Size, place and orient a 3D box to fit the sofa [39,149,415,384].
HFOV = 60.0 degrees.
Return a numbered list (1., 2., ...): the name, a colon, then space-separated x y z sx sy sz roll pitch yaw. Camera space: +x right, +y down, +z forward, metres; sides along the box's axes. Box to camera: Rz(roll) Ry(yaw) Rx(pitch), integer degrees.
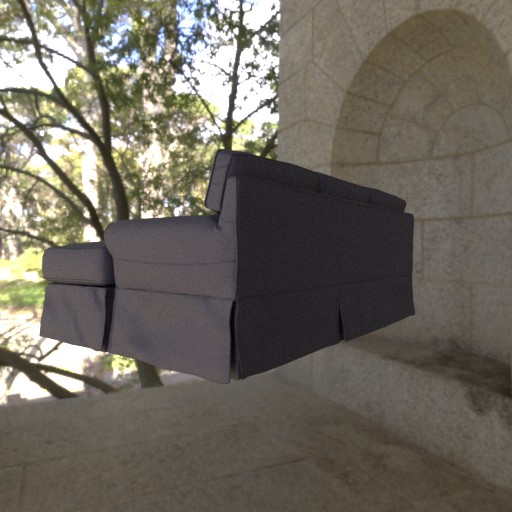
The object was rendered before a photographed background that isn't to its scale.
1. sofa: 0.000 0.000 3.298 1.637 1.039 2.518 0 1 36
